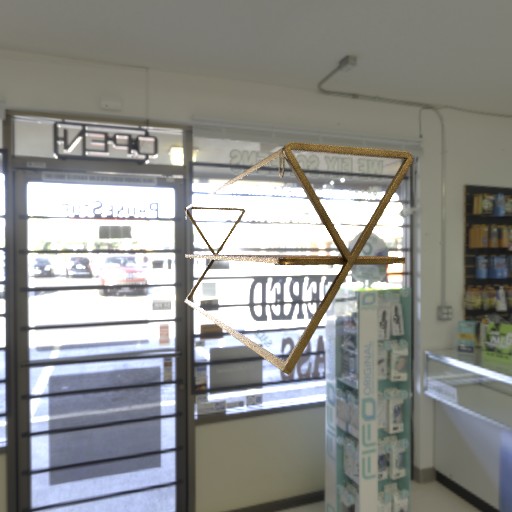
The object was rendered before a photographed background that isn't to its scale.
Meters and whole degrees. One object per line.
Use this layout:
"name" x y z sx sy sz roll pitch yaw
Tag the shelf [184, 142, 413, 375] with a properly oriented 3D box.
"shelf" 0.000 0.000 0.763 0.150 0.229 0.645 0 1 -18
